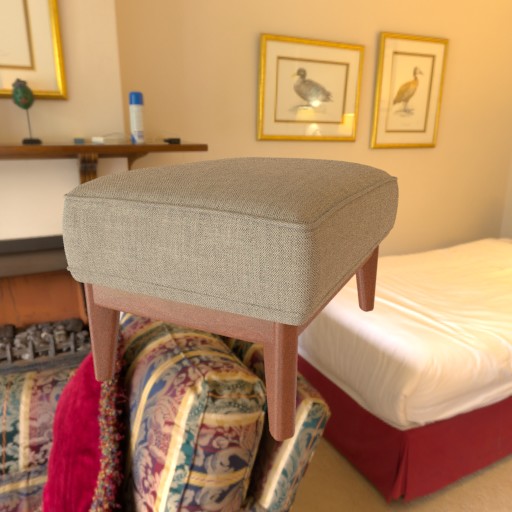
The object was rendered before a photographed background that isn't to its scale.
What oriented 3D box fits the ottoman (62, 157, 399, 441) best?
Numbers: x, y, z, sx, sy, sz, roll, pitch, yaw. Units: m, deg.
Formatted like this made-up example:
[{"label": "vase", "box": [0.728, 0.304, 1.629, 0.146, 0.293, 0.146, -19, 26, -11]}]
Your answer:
[{"label": "ottoman", "box": [0.000, 0.000, 1.100, 0.555, 0.458, 0.750, 8, 18, 26]}]
